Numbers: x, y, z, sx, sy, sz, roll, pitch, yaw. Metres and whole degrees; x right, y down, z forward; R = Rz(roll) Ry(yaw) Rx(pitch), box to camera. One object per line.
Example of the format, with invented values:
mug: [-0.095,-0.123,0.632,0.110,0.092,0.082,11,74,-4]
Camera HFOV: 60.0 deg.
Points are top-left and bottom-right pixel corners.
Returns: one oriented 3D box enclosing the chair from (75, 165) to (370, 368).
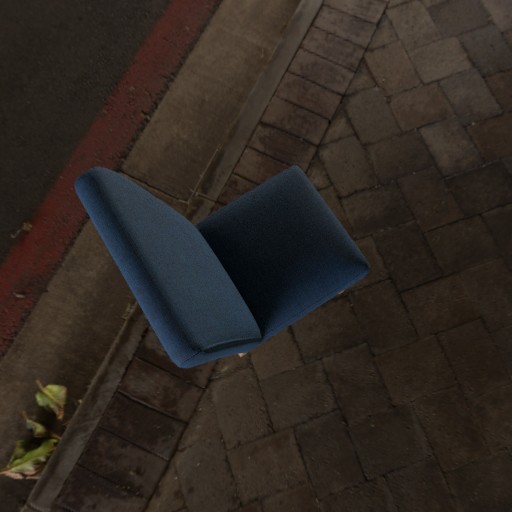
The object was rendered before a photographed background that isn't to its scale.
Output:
chair: [0.000,0.000,1.360,0.610,1.029,0.450,-31,77,-8]
